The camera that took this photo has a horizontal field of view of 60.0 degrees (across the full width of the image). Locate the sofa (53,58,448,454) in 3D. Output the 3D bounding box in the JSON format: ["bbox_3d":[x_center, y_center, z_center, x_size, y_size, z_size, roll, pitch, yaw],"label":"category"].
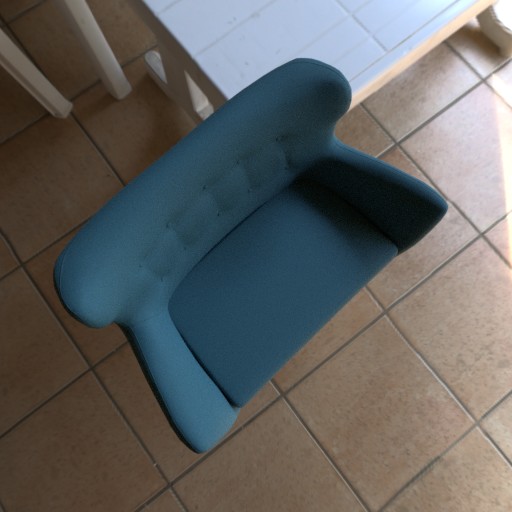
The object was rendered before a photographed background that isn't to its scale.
[{"bbox_3d":[0.000,0.000,1.925,1.397,0.889,0.889,-43,80,-9],"label":"sofa"}]
